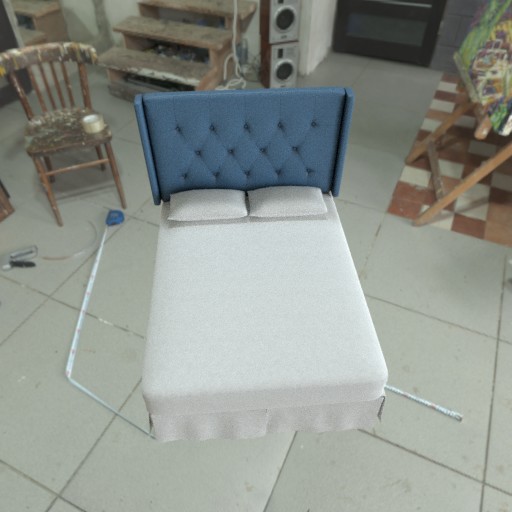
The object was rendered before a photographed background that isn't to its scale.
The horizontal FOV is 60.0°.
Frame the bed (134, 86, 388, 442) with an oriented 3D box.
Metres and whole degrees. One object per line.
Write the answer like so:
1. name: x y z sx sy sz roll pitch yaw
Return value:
1. bed: 0.000 0.000 3.338 1.719 1.665 2.078 -3 45 -3
